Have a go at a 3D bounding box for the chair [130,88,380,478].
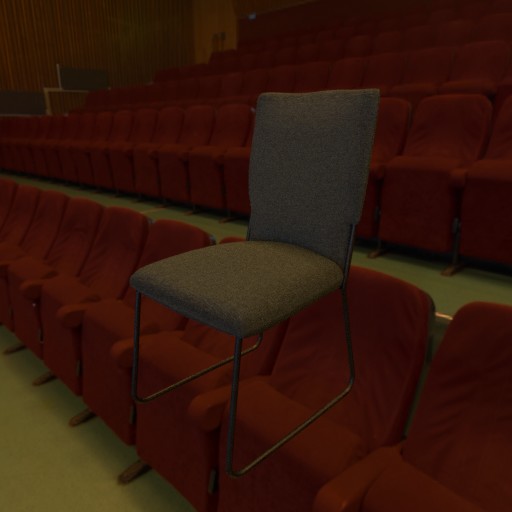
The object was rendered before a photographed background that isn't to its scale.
[{"bbox_3d":[0.000,0.000,1.291,0.480,0.931,0.635,16,23,42],"label":"chair"}]
